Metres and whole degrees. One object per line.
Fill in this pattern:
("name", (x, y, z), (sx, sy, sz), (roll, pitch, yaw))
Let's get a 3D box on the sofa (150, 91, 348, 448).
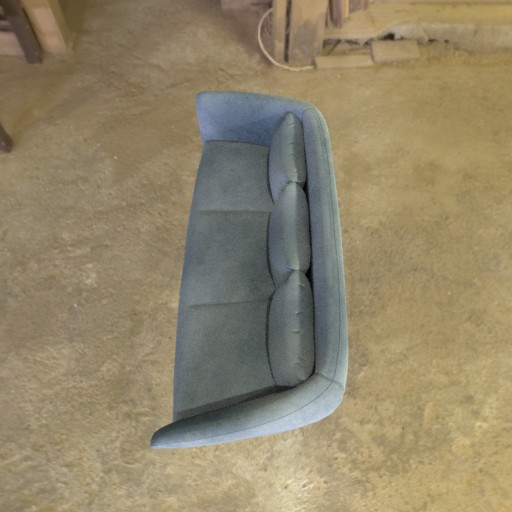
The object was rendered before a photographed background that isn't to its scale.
("sofa", (0.000, 0.000, 2.515), (0.849, 0.795, 2.095), (1, 59, 1))
